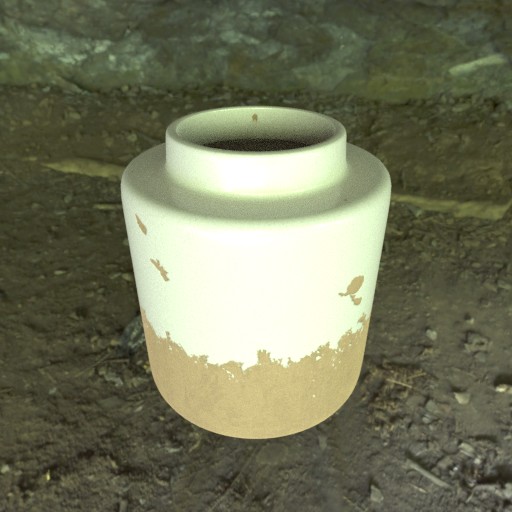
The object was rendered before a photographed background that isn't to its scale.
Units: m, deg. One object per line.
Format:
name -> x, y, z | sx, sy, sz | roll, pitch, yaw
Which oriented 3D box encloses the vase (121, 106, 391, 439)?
vase -> 0.000, 0.000, 0.286 | 0.153, 0.167, 0.153 | 0, 31, 0
